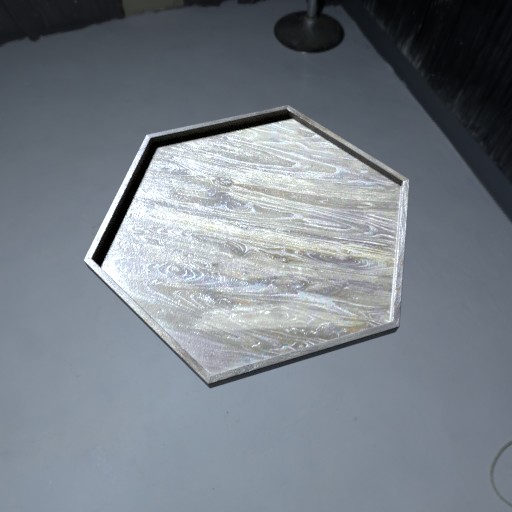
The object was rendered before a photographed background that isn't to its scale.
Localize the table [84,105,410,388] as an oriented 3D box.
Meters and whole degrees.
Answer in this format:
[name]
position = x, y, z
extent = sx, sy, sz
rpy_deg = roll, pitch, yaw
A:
[table]
position = 0.000, 0.000, 1.663
extent = 1.115, 0.488, 0.966
rpy_deg = -15, 60, -9
